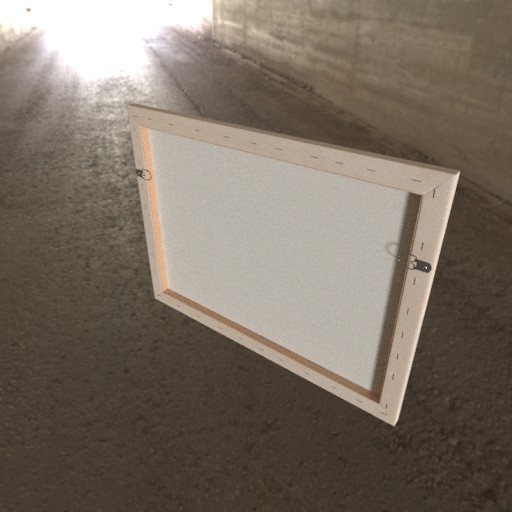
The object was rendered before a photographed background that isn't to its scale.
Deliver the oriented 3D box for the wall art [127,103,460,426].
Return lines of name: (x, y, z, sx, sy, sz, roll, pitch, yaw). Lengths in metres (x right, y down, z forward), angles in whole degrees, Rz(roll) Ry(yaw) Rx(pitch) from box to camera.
wall art: (0.000, 0.000, 1.617, 1.219, 0.912, 0.042, 22, 37, 31)
